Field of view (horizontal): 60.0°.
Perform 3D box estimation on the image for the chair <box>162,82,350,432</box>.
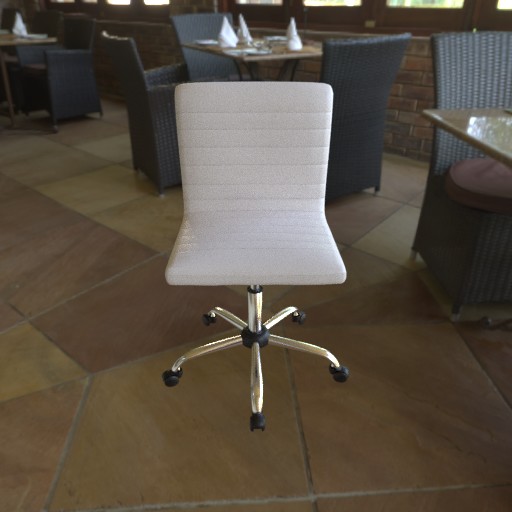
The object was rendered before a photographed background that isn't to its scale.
[{"bbox_3d":[0.000,0.000,1.088,0.520,0.750,0.455,0,30,-1],"label":"chair"}]
